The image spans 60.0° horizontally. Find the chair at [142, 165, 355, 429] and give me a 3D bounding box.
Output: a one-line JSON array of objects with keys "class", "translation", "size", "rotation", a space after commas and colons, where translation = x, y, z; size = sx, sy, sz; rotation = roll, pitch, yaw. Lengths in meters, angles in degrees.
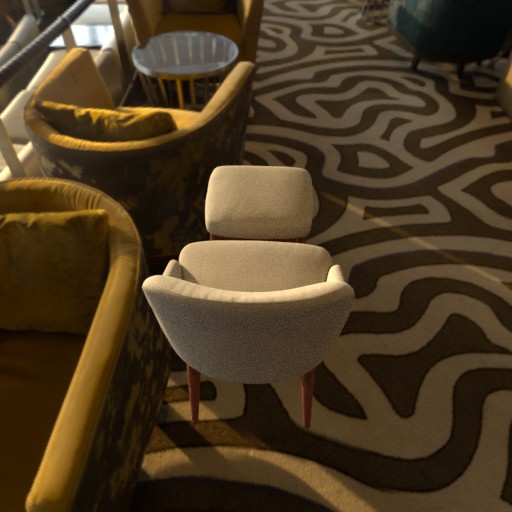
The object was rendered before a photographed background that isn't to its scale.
[{"class": "chair", "translation": [0.000, 0.000, 1.601], "size": [0.584, 0.866, 1.114], "rotation": [2, 46, 2]}]
